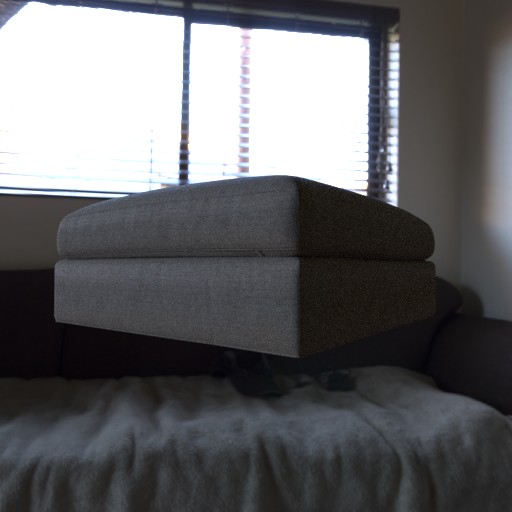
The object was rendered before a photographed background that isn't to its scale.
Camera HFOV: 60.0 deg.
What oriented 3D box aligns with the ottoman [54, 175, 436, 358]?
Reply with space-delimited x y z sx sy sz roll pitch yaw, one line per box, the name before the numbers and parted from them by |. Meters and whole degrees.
ottoman | 0.000 0.000 1.657 1.041 0.470 1.041 -1 -1 37
